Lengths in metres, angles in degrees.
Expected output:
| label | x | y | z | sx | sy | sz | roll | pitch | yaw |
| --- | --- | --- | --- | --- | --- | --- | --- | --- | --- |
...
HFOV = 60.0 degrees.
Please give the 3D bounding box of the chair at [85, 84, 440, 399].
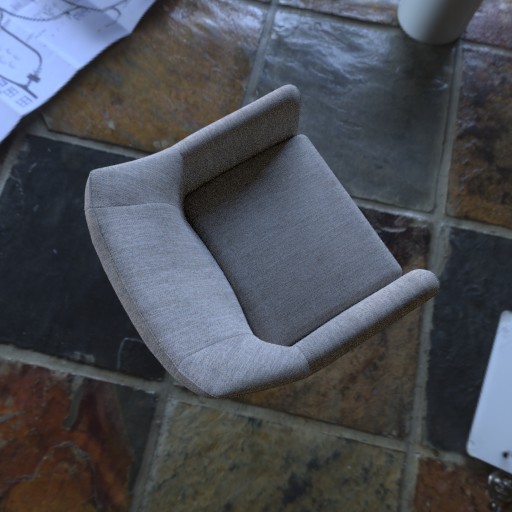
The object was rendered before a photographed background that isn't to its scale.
| label | x | y | z | sx | sy | sz | roll | pitch | yaw |
| --- | --- | --- | --- | --- | --- | --- | --- | --- | --- |
| chair | 0.000 | 0.000 | 1.429 | 0.758 | 0.761 | 0.796 | -30 | 76 | -8 |
